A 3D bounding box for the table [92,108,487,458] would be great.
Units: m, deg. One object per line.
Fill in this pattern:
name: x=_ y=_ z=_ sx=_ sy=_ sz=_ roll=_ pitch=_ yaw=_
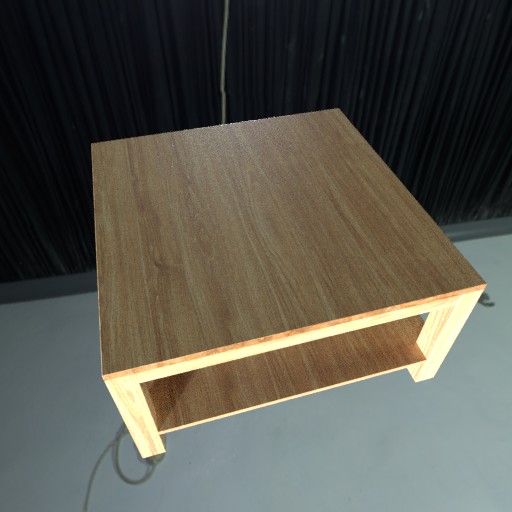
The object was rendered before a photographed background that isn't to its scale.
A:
table: x=0.000 y=0.000 z=1.442 sx=0.900 sy=0.450 sz=0.900 roll=-11 pitch=47 yaw=-11
